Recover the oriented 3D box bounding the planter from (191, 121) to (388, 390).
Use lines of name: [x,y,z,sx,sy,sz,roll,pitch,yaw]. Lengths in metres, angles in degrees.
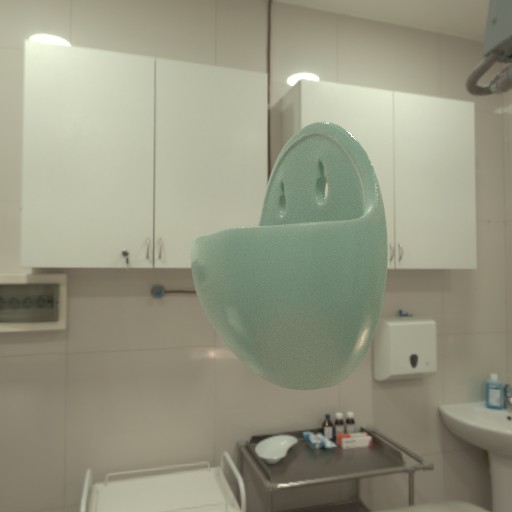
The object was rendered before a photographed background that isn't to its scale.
planter: [0.000,0.000,0.276,0.073,0.164,0.189,1,-2,-17]
